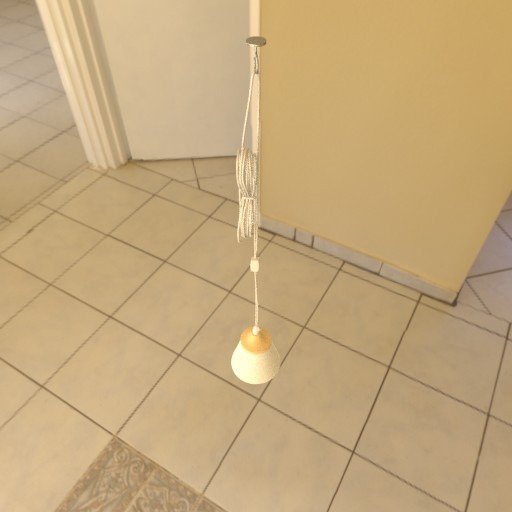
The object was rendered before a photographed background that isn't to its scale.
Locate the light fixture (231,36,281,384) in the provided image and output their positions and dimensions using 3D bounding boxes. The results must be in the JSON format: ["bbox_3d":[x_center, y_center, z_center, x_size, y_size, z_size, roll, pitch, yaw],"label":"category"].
[{"bbox_3d":[0.000,0.000,1.030,0.153,0.966,0.153,16,49,14],"label":"light fixture"}]
